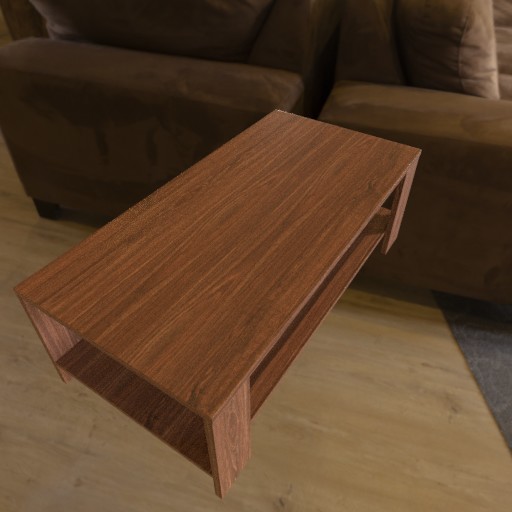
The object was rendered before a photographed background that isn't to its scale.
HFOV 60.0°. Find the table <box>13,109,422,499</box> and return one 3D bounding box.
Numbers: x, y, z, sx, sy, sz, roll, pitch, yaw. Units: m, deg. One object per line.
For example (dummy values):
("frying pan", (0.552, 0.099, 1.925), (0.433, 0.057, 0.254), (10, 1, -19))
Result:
("table", (0.000, 0.000, 1.440), (0.600, 0.400, 1.200), (24, 47, 24))
